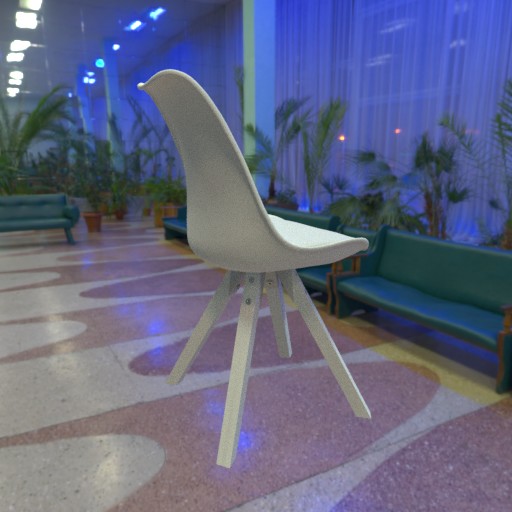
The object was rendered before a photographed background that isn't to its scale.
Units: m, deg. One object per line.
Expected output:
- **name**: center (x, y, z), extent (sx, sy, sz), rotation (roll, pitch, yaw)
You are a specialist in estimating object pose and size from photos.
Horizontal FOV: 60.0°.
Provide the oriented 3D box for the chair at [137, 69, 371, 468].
- **chair**: center (0.000, 0.000, 1.171), extent (0.550, 0.850, 0.485), rotation (-7, 15, -27)
